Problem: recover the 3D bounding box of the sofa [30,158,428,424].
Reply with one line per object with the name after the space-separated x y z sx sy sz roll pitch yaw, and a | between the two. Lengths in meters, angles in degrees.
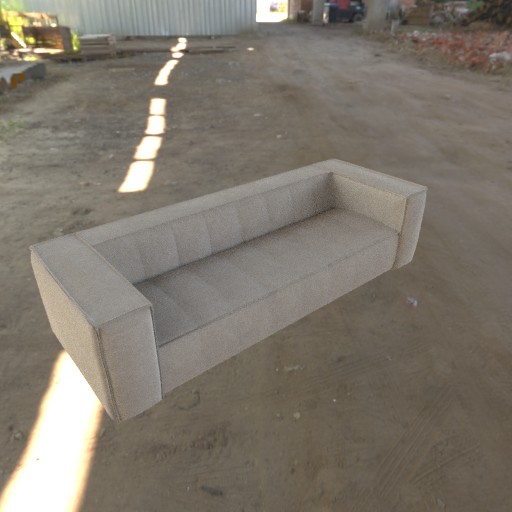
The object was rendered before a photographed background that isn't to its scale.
0.000 0.000 3.149 2.697 0.680 1.038 -22 37 -34 | sofa
